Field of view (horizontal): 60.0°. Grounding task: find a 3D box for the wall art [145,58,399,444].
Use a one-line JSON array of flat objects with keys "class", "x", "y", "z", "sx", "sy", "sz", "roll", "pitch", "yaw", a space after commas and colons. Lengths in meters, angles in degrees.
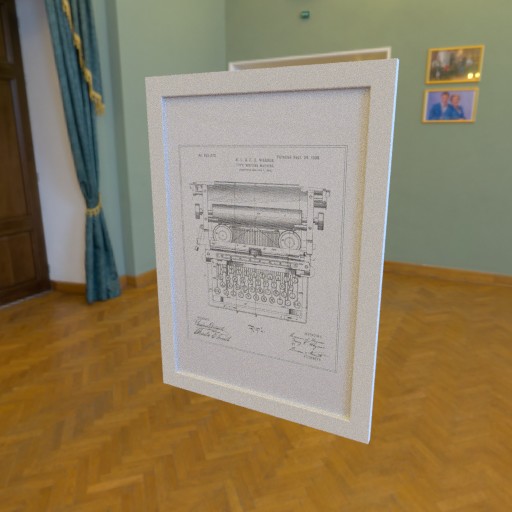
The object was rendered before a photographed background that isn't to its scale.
[{"class": "wall art", "x": 0.000, "y": 0.000, "z": 0.681, "sx": 0.381, "sy": 0.533, "sz": 0.013, "roll": 7, "pitch": 17, "yaw": 26}]
